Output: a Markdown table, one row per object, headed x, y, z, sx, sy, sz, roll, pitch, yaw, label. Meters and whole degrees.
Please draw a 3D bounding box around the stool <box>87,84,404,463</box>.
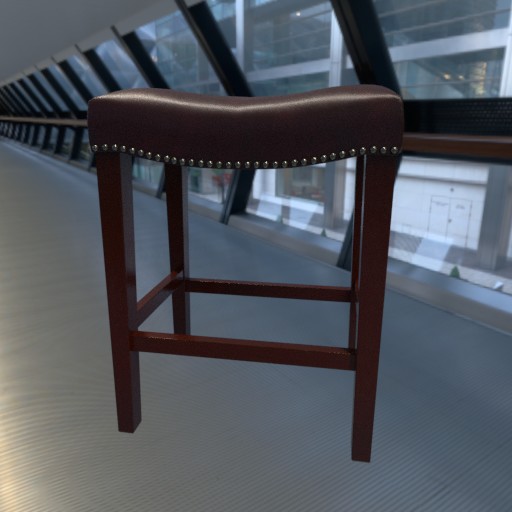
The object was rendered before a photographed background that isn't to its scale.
| x | y | z | sx | sy | sz | roll | pitch | yaw | label |
| --- | --- | --- | --- | --- | --- | --- | --- | --- | --- |
| 0.000 | 0.000 | 0.926 | 0.504 | 0.657 | 0.372 | 3 | 17 | 10 | stool |
